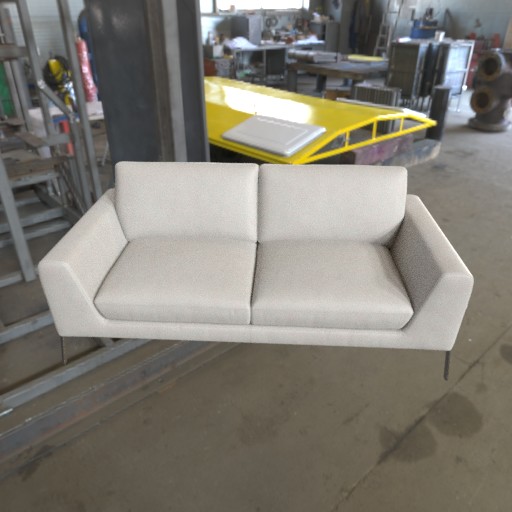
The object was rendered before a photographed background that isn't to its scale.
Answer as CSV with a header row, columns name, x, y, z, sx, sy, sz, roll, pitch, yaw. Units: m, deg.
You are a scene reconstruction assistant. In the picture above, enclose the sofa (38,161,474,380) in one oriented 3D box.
name,x,y,z,sx,sy,sz,roll,pitch,yaw
sofa,0.000,0.000,2.491,2.017,0.875,0.953,2,30,3
